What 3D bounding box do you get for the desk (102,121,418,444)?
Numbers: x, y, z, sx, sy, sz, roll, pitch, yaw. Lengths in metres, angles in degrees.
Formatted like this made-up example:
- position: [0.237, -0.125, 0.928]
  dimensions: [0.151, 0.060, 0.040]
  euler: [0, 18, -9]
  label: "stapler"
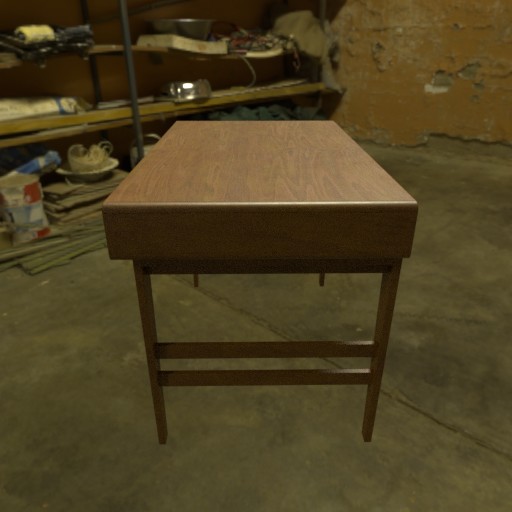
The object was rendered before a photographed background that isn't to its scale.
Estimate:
- position: [0.000, 0.000, 1.555]
  dimensions: [0.660, 0.754, 1.066]
  euler: [0, 26, -1]
  label: "desk"
